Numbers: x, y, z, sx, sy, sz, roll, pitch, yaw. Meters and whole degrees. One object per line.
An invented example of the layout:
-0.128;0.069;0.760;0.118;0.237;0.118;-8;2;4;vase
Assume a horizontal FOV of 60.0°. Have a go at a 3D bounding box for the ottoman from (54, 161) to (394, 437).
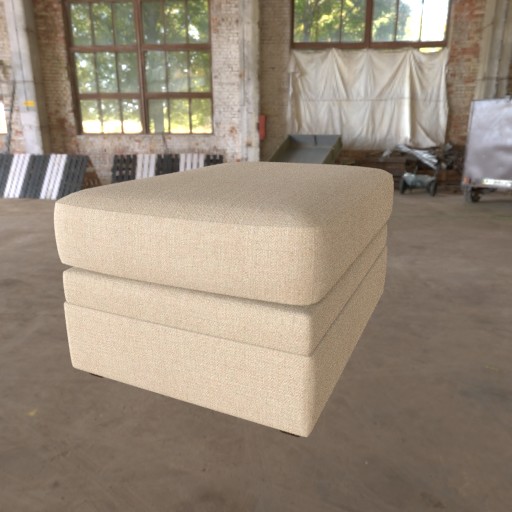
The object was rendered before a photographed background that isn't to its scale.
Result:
0.000;0.000;1.268;0.637;0.478;0.885;8;19;24;ottoman
